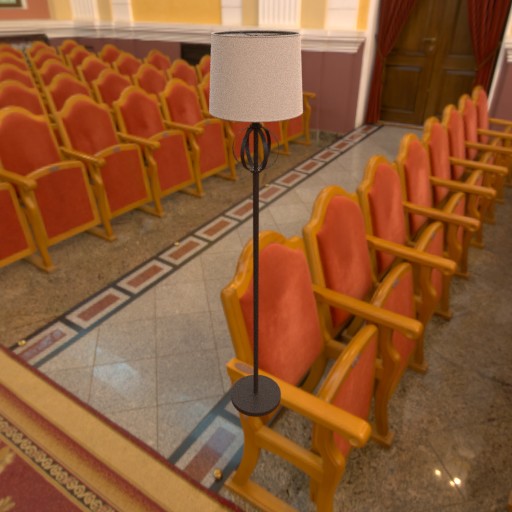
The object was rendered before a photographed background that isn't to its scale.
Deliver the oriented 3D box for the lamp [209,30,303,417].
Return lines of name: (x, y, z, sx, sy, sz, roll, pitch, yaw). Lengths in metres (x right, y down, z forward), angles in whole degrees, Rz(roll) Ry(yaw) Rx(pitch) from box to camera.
lamp: (0.000, 0.000, 1.623, 0.286, 1.462, 0.286, 19, 35, 29)
